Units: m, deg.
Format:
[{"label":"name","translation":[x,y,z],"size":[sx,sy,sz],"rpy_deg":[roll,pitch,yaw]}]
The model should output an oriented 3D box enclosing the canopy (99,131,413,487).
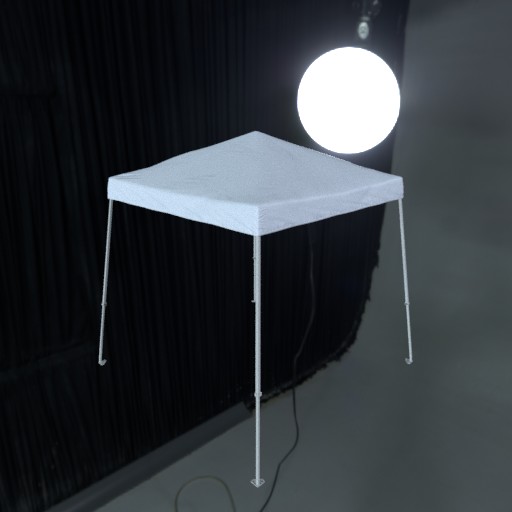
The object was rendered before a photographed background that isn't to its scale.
[{"label":"canopy","translation":[0.000,0.000,6.634],"size":[3.600,3.600,3.599],"rpy_deg":[16,24,42]}]
